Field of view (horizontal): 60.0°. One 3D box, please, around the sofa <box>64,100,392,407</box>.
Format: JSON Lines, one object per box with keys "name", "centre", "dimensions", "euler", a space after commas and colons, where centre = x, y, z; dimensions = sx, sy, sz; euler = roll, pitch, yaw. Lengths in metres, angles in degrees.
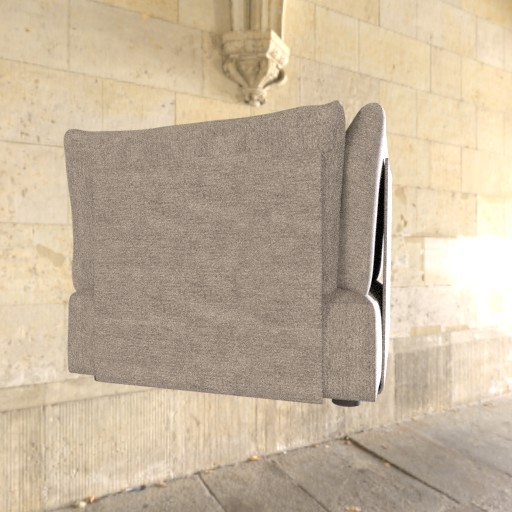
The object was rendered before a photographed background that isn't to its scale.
{"name": "sofa", "centre": [0.000, 0.000, 1.721], "dimensions": [1.000, 0.820, 1.000], "euler": [0, 0, 18]}
